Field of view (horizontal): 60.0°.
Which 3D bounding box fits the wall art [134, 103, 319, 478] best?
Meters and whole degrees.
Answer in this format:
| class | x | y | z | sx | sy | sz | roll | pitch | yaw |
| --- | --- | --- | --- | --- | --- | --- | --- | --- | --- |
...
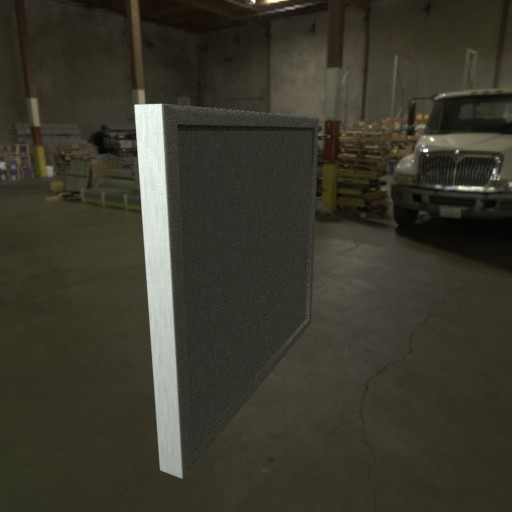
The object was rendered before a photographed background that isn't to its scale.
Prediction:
| class | x | y | z | sx | sy | sz | roll | pitch | yaw |
| --- | --- | --- | --- | --- | --- | --- | --- | --- | --- |
| wall art | 0.000 | 0.000 | 0.538 | 0.028 | 0.330 | 0.380 | 7 | 17 | 24 |
